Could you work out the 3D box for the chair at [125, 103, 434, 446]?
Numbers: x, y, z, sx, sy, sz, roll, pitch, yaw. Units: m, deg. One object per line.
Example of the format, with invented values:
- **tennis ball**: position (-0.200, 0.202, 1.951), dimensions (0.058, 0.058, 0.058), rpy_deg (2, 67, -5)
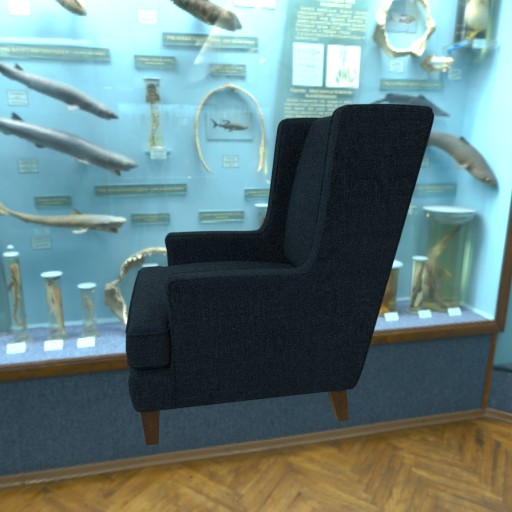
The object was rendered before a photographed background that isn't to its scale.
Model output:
- **chair**: position (0.000, 0.000, 1.719), dimensions (0.947, 1.072, 0.764), rpy_deg (-3, 14, -11)
